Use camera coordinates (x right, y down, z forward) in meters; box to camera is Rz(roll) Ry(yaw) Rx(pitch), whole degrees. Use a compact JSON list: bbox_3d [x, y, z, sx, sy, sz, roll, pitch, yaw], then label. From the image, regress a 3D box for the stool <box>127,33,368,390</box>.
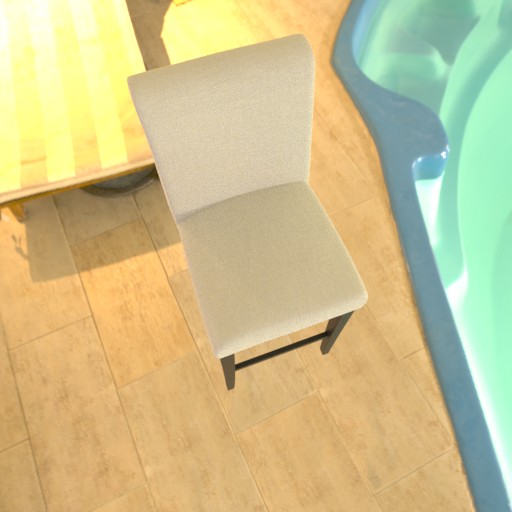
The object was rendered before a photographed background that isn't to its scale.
[{"bbox_3d":[0.000,0.000,1.436,0.452,1.124,0.597,-18,65,-9],"label":"stool"}]
